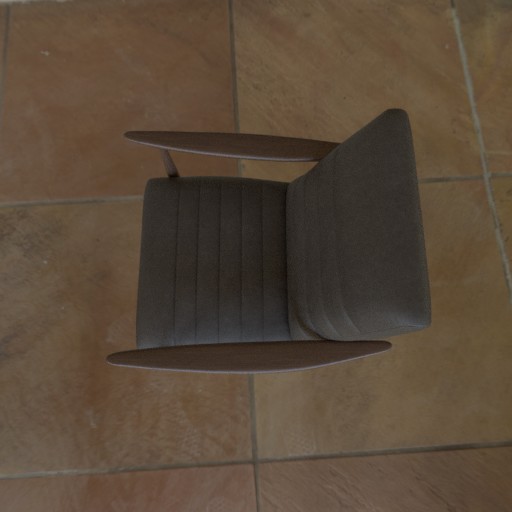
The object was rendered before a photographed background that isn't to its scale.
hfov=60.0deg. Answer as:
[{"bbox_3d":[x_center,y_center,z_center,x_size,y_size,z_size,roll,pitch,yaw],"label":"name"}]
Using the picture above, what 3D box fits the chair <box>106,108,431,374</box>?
[{"bbox_3d":[0.000,0.000,1.437,0.798,0.831,0.741,0,75,0],"label":"chair"}]
